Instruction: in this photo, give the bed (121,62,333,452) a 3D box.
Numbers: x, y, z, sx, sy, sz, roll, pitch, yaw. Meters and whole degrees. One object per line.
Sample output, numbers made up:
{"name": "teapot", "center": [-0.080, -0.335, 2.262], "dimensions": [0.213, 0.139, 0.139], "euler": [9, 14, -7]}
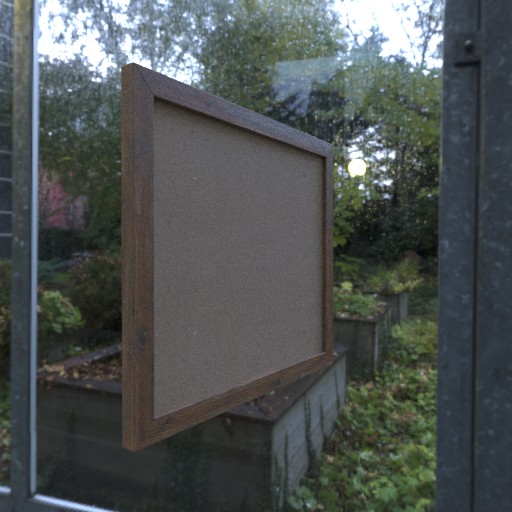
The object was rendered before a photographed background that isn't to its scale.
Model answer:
{"name": "bed", "center": [0.000, 0.000, 1.498], "dimensions": [0.046, 0.942, 1.046], "euler": [1, 1, 37]}
